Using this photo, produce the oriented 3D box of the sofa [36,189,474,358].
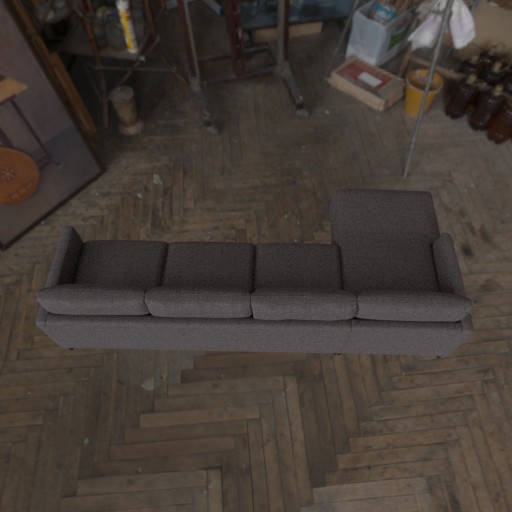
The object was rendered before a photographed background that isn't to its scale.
[{"bbox_3d":[0.000,0.000,3.164,2.731,0.754,1.258,1,59,1],"label":"sofa"}]
